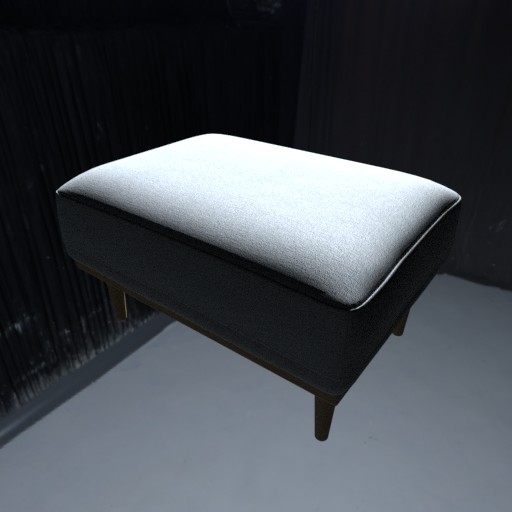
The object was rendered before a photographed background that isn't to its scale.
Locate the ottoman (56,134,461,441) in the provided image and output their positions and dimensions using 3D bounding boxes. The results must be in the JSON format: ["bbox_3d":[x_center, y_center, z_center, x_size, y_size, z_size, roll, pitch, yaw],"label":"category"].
[{"bbox_3d":[0.000,0.000,1.042,0.749,0.428,0.549,21,36,31],"label":"ottoman"}]
